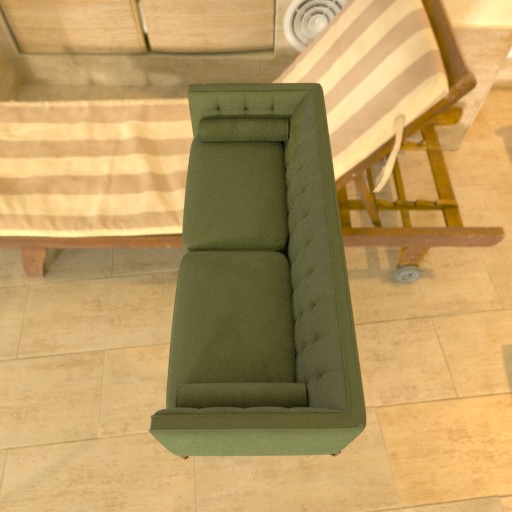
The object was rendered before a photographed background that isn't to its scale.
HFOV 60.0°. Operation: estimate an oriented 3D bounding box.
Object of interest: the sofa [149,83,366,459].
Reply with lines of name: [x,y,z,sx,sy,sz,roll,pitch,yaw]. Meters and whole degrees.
sofa: [0.000,0.000,2.546,0.867,0.789,2.087,0,58,0]
